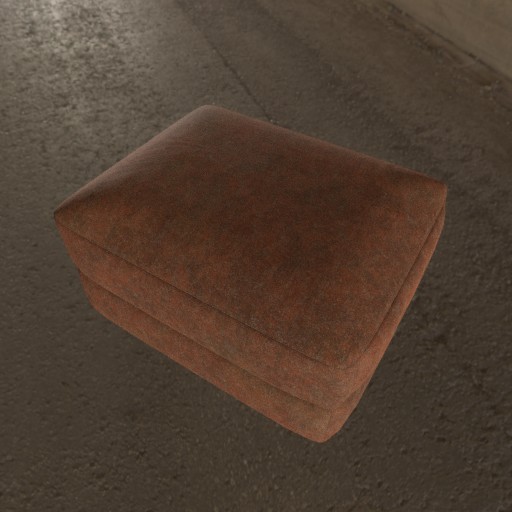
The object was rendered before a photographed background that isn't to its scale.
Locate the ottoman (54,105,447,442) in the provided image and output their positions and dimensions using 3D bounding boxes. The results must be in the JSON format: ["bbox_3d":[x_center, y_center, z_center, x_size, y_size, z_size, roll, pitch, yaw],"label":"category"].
[{"bbox_3d":[0.000,0.000,1.154,0.787,0.508,0.635,25,52,21],"label":"ottoman"}]
